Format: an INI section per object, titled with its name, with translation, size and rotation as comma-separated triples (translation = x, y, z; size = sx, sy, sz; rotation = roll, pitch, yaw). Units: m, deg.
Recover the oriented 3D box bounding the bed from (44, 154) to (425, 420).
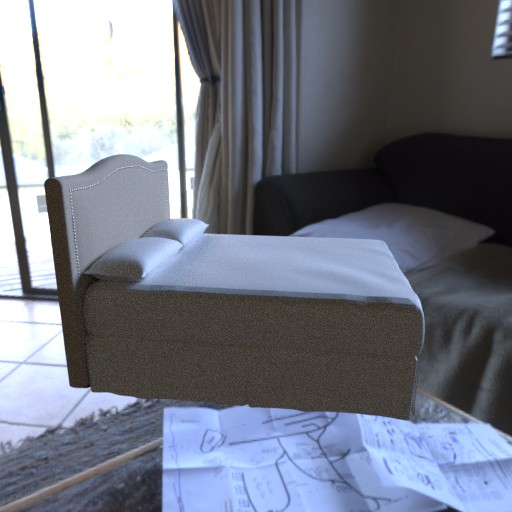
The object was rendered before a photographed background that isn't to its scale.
[bed]
translation = 0.000, 0.000, 3.148
size = 2.052, 1.398, 1.678
rotation = 2, 16, 8
